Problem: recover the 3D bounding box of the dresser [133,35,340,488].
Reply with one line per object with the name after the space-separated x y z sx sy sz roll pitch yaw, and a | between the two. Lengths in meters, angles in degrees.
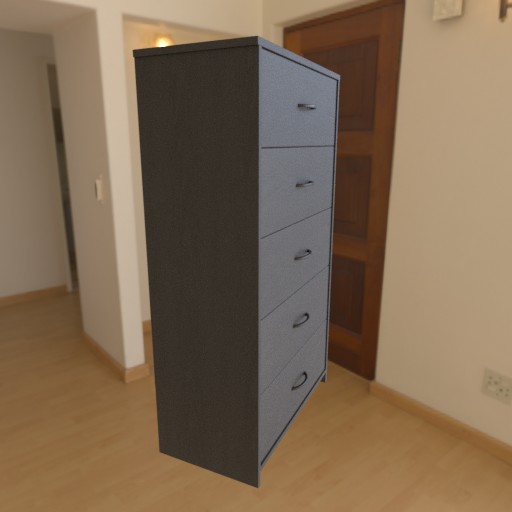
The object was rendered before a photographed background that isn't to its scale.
0.000 0.000 1.562 0.399 1.255 0.704 7 16 25 | dresser
